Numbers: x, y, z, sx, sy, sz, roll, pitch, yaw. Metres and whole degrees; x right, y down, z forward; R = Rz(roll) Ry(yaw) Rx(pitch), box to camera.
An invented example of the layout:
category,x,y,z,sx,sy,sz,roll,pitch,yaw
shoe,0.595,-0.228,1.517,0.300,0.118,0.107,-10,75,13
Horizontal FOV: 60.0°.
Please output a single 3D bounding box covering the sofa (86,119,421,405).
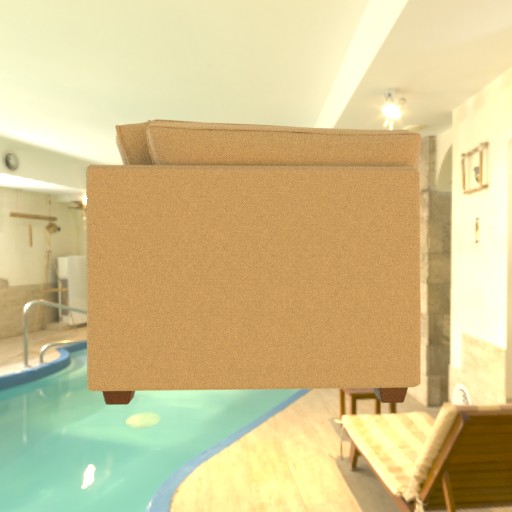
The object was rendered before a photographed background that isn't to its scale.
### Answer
category,x,y,z,sx,sy,sz,roll,pitch,yaw
sofa,0.000,0.000,1.860,1.050,0.937,1.042,0,1,-1
